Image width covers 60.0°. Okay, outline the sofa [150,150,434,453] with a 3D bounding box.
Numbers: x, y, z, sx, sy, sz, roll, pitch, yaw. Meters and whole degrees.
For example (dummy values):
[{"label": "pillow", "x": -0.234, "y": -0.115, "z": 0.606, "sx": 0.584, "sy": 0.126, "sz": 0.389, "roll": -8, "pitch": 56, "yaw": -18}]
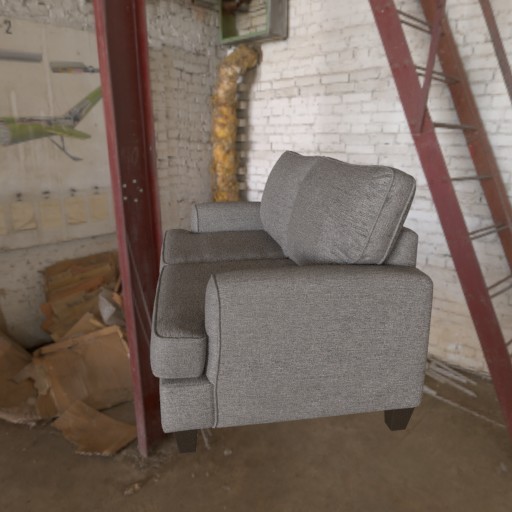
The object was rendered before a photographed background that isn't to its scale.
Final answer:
[{"label": "sofa", "x": 0.000, "y": 0.000, "z": 2.186, "sx": 0.965, "sy": 0.965, "sz": 1.651, "roll": -3, "pitch": 16, "yaw": -9}]
